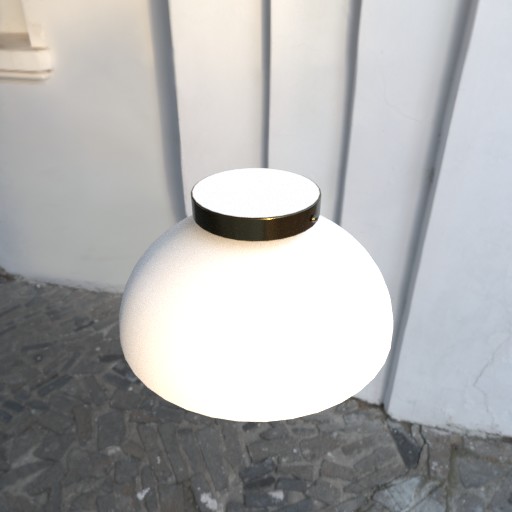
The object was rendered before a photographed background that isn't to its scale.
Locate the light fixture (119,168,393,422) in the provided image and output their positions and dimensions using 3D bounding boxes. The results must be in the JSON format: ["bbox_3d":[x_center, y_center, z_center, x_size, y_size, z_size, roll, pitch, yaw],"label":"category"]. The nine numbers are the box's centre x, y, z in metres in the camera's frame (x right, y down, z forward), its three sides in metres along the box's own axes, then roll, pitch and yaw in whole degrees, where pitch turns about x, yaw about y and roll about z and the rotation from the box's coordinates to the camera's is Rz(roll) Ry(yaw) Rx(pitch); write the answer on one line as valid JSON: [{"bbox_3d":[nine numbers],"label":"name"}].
[{"bbox_3d":[0.000,0.000,0.552,0.355,0.177,0.355,0,31,0],"label":"light fixture"}]
